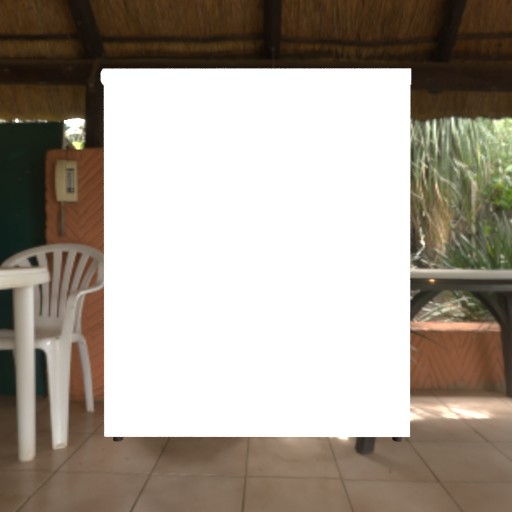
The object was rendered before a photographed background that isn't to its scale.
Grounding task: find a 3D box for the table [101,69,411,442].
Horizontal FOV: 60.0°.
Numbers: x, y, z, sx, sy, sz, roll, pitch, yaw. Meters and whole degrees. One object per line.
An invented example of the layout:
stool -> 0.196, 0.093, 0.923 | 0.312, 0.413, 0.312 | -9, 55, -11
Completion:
table -> 0.000, 0.000, 0.753 | 0.380, 0.460, 0.420 | 0, 0, 0
